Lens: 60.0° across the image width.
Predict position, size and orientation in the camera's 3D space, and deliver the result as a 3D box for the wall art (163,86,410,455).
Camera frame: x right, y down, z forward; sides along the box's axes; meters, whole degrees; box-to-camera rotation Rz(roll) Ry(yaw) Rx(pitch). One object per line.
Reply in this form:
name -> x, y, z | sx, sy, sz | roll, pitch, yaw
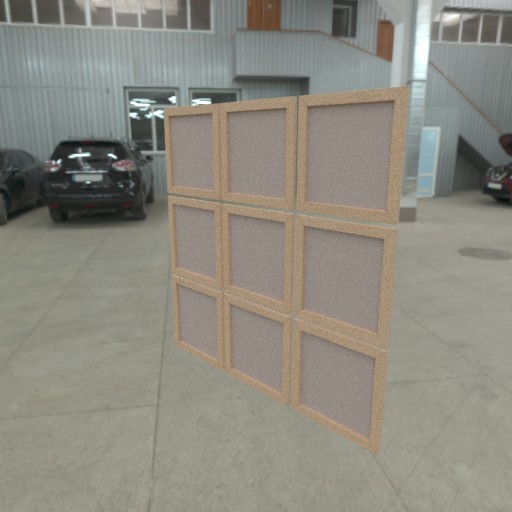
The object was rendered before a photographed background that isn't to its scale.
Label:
wall art -> 0.000, 0.000, 1.367 | 0.012, 0.910, 0.917 | -14, 20, -43
